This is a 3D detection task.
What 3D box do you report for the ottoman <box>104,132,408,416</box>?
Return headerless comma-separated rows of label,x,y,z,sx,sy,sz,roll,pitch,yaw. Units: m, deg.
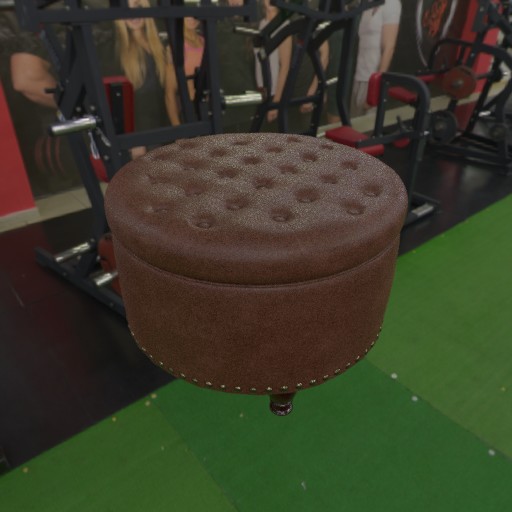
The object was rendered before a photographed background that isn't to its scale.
ottoman,0.000,0.000,1.062,0.637,0.442,0.637,0,32,0
